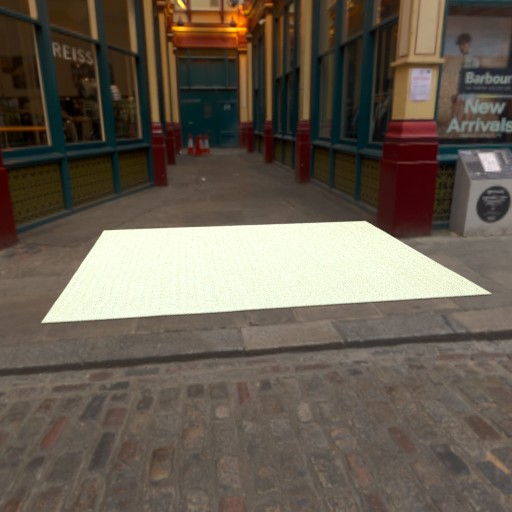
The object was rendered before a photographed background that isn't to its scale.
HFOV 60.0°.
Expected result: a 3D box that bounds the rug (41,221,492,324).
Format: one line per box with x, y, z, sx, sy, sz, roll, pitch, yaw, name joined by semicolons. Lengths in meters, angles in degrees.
0.000;0.000;4.235;3.204;0.016;2.452;-3;18;-8;rug
